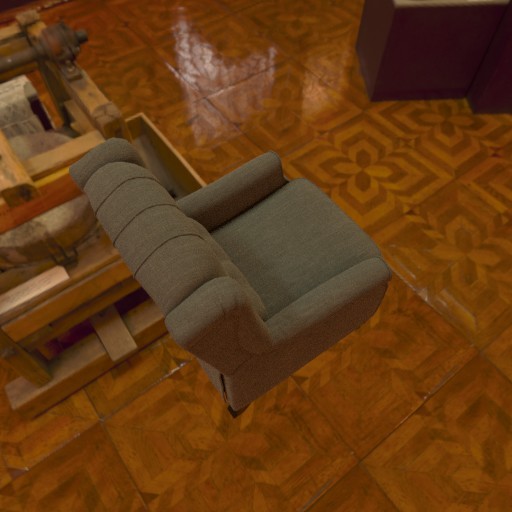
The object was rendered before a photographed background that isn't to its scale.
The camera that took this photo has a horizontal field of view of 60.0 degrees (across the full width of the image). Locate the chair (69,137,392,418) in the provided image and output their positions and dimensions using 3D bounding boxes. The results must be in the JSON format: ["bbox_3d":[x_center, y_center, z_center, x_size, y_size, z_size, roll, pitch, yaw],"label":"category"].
[{"bbox_3d":[0.000,0.000,1.650,0.898,1.035,0.742,-30,62,-18],"label":"chair"}]
